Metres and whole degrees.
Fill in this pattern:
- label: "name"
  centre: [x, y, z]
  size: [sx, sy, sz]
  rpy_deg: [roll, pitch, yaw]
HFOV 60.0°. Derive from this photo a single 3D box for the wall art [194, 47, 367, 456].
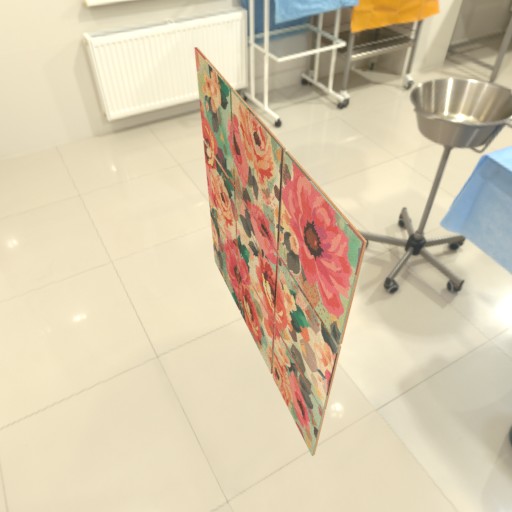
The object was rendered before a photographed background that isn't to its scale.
- label: "wall art"
  centre: [0.000, 0.000, 1.794]
  size: [0.013, 1.220, 1.216]
  rpy_deg: [-17, 48, -16]
